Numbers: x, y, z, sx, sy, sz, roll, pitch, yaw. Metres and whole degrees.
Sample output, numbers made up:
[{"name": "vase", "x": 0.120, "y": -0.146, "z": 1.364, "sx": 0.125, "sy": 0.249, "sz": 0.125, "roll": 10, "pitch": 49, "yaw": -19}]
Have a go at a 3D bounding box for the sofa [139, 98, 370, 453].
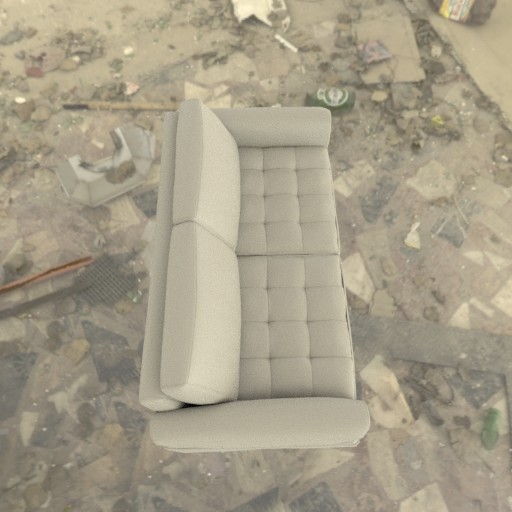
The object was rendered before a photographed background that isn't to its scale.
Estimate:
[{"name": "sofa", "x": 0.000, "y": 0.000, "z": 2.722, "sx": 1.121, "sy": 0.930, "sz": 2.177, "roll": -1, "pitch": 64, "yaw": -1}]
